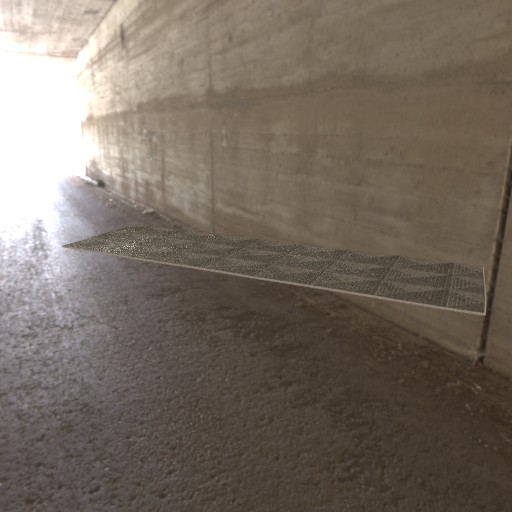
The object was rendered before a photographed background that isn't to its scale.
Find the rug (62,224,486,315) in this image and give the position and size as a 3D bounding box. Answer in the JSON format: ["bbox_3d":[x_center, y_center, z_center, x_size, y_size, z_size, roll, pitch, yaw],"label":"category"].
[{"bbox_3d":[0.000,0.000,2.349,2.182,0.015,0.645,8,18,25],"label":"rug"}]
